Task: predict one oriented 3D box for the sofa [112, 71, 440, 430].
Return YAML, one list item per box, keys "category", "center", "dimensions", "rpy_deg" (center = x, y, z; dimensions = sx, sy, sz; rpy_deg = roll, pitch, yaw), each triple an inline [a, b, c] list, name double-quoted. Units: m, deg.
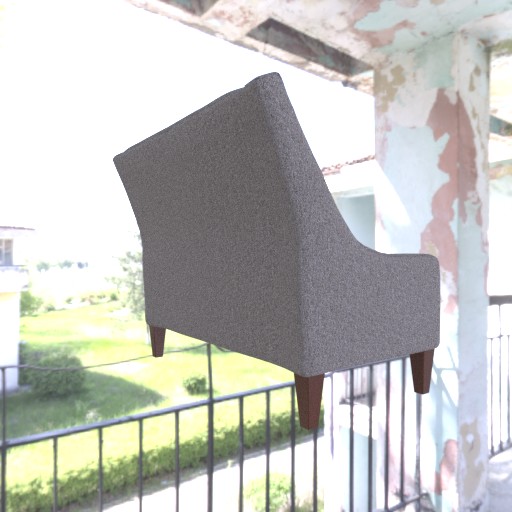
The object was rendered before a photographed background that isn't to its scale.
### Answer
- category: "sofa"
  center: [0.000, 0.000, 1.914]
  dimensions: [0.862, 1.026, 1.242]
  rpy_deg: [0, 0, -36]
